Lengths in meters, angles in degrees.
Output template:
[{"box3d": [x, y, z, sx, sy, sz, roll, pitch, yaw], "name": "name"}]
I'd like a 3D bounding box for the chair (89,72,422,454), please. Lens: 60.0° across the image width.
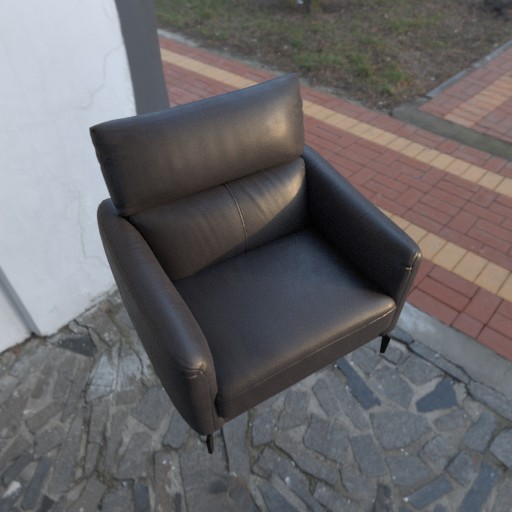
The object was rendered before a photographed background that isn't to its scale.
[{"box3d": [0.000, 0.000, 1.645, 0.976, 0.949, 0.809, -23, 50, -21], "name": "chair"}]
